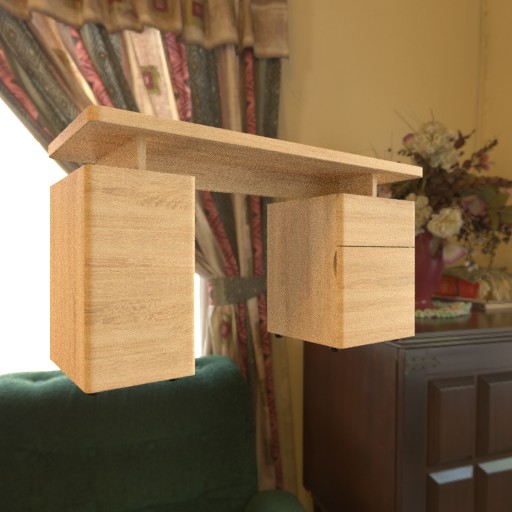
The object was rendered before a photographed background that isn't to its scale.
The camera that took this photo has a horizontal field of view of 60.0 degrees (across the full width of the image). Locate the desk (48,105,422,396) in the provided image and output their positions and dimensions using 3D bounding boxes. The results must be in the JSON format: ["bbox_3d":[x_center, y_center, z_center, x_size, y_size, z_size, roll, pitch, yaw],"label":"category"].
[{"bbox_3d":[0.000,0.000,1.729,1.400,0.760,0.550,0,0,-36],"label":"desk"}]
